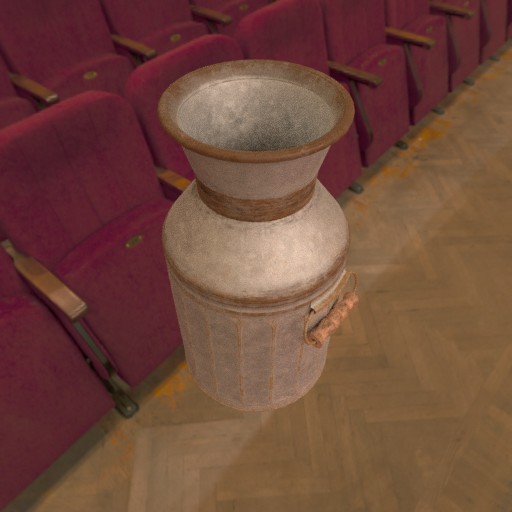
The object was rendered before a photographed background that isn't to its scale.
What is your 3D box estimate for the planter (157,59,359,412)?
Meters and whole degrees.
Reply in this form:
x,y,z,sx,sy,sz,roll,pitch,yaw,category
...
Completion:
x,y,z,sx,sy,sz,roll,pitch,yaw,category
0.000,0.000,0.529,0.245,0.396,0.214,31,54,26,planter
